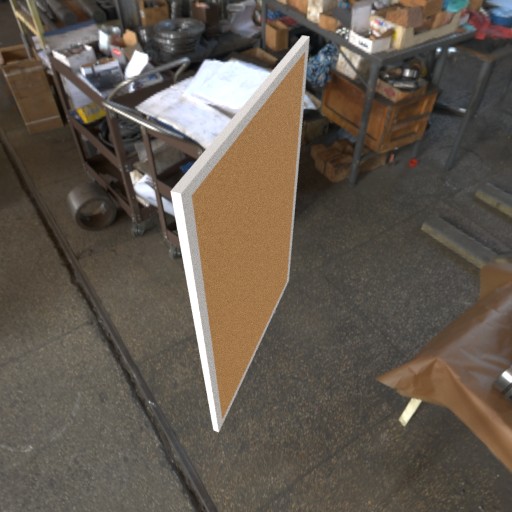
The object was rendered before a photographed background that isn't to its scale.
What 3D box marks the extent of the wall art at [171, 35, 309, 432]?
[{"bbox_3d":[0.000,0.000,0.858,0.013,0.656,0.456,17,49,15],"label":"wall art"}]
